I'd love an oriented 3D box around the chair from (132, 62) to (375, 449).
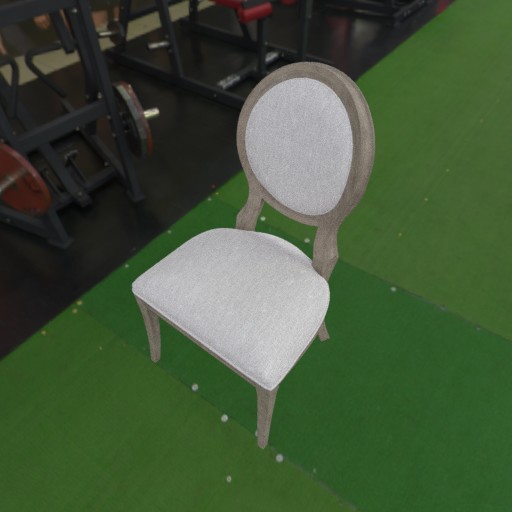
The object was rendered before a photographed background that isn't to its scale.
[{"bbox_3d":[0.000,0.000,1.360,0.558,0.990,0.602,30,54,25],"label":"chair"}]
